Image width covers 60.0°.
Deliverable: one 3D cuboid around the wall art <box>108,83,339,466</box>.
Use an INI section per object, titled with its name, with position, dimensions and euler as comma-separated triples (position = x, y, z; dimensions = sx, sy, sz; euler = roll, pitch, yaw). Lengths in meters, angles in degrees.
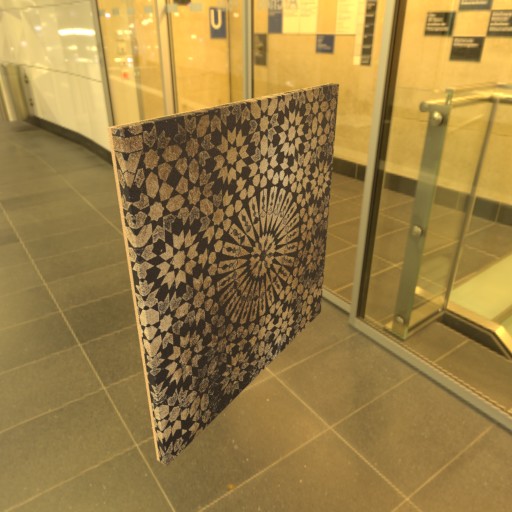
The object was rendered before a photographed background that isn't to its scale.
[wall art]
position = 0.000, 0.000, 1.356
dimensions = 0.038, 0.914, 0.914
euler = 18, 32, 31
